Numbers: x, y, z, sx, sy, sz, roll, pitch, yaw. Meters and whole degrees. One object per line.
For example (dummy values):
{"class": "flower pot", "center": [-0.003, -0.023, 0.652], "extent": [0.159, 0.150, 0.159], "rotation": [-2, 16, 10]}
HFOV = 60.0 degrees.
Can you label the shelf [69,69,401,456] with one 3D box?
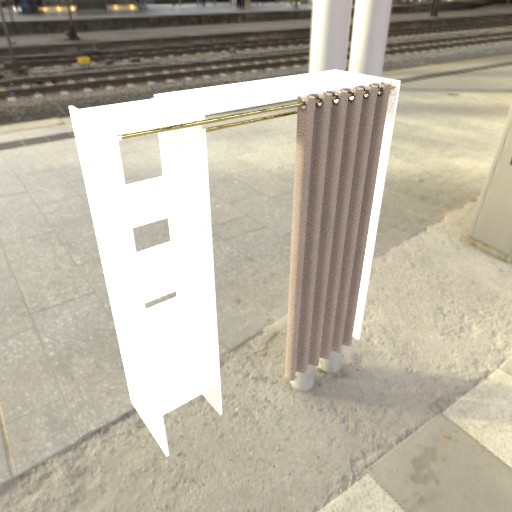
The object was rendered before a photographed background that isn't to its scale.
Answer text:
{"class": "shelf", "center": [0.000, 0.000, 2.576], "extent": [1.600, 1.820, 0.500], "rotation": [-22, 37, -31]}
